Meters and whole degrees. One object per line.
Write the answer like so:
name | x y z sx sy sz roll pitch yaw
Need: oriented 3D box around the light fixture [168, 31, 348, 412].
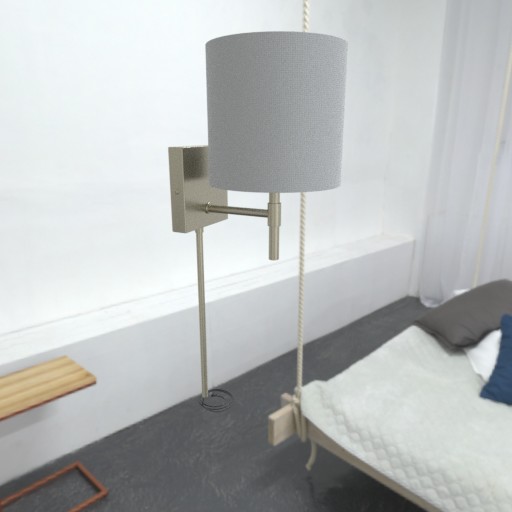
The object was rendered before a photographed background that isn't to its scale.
light fixture | 0.000 0.000 0.685 0.248 0.589 0.188 8 18 26
